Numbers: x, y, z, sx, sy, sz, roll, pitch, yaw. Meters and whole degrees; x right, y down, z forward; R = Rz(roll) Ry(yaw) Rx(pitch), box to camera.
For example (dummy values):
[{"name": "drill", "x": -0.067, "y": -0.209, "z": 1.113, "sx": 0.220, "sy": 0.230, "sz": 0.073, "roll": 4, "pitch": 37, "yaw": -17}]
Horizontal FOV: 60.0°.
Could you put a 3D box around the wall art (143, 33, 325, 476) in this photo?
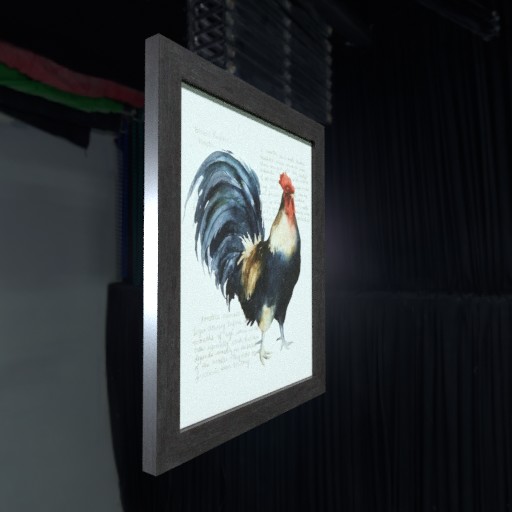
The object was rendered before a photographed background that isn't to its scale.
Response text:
[{"name": "wall art", "x": 0.000, "y": 0.000, "z": 0.782, "sx": 0.027, "sy": 0.580, "sz": 0.479, "roll": -1, "pitch": -2, "yaw": 36}]
